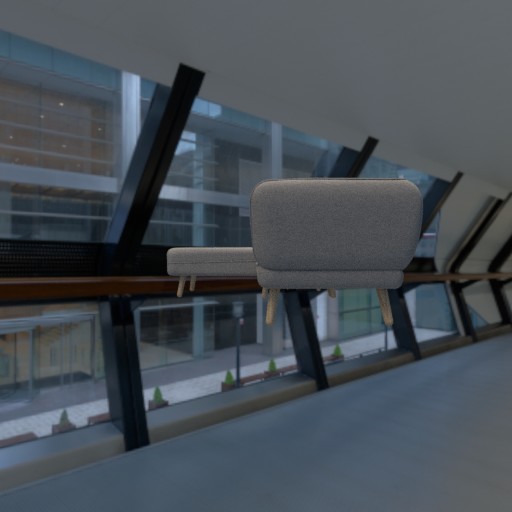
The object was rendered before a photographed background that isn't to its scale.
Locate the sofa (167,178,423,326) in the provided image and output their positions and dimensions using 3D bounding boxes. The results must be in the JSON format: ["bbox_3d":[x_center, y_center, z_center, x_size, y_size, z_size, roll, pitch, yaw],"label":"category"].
[{"bbox_3d":[0.000,0.000,3.308,1.532,0.693,2.653,0,0,0],"label":"sofa"}]
